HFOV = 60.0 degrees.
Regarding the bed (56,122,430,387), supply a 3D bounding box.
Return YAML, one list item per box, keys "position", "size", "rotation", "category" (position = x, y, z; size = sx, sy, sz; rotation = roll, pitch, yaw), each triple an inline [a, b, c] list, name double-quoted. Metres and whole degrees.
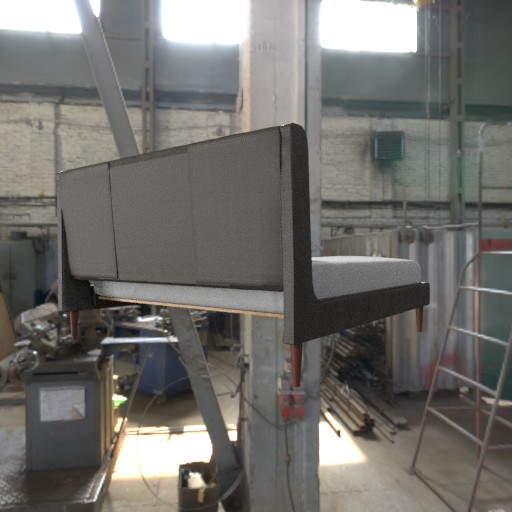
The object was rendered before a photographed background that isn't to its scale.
- position: [0.000, 0.000, 3.243]
  size: [1.903, 1.158, 2.031]
  rotation: [0, 0, 37]
  category: "bed"
